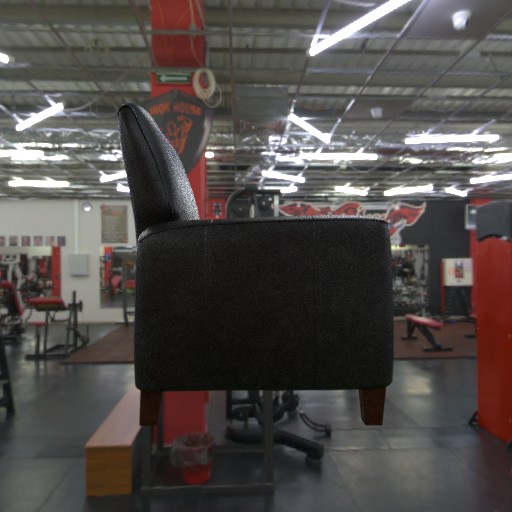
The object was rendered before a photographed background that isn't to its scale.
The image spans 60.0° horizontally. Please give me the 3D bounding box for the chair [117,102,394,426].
[{"bbox_3d":[0.000,0.000,1.686,0.864,1.014,0.848,0,-1,0],"label":"chair"}]
